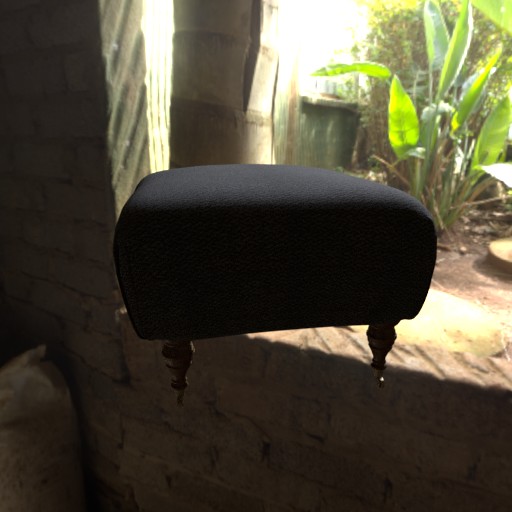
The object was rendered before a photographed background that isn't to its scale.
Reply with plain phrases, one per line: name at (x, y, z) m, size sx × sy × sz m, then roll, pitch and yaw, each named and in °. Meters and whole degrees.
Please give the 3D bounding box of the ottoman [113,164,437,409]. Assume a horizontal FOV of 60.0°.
ottoman at (0.000, 0.000, 1.150) m, size 0.622 × 0.450 × 0.747 m, roll -3°, pitch 17°, yaw -10°
